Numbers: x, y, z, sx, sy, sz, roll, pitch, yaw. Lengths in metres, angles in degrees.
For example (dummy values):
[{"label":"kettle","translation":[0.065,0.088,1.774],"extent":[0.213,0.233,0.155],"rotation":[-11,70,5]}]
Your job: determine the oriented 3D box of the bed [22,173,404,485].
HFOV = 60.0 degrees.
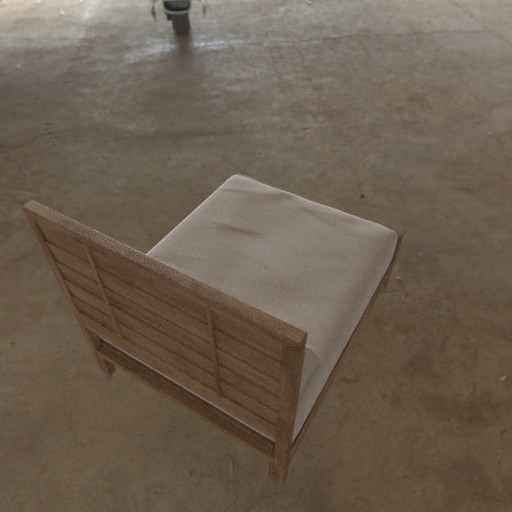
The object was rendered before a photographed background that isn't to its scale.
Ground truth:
[{"label":"bed","translation":[0.000,0.000,3.173],"extent":[1.615,1.631,2.017],"rotation":[23,50,21]}]
